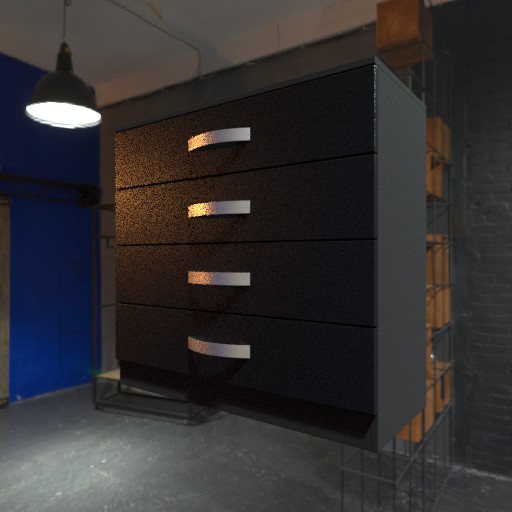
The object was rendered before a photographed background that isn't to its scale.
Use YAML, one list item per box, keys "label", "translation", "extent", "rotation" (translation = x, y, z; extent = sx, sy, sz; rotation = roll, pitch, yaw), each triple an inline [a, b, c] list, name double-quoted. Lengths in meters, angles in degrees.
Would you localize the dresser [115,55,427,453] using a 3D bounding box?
- label: "dresser"
  translation: [0.000, 0.000, 1.139]
  extent: [0.750, 0.720, 0.360]
  rotation: [0, 0, 36]
